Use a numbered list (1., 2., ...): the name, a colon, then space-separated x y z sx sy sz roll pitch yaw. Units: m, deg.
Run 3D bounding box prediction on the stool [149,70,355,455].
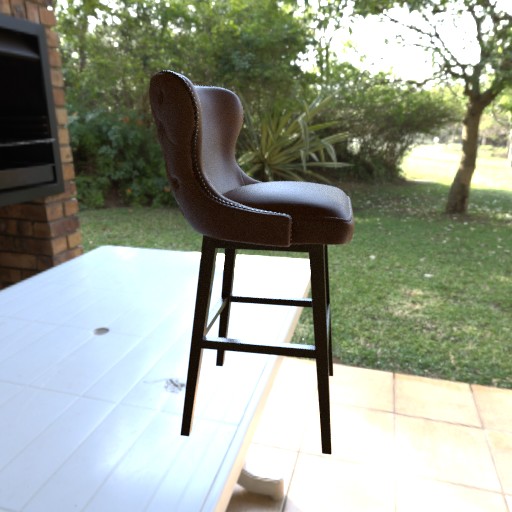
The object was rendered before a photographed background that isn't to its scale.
1. stool: 0.000 0.000 1.457 0.606 1.087 0.591 3 17 10
